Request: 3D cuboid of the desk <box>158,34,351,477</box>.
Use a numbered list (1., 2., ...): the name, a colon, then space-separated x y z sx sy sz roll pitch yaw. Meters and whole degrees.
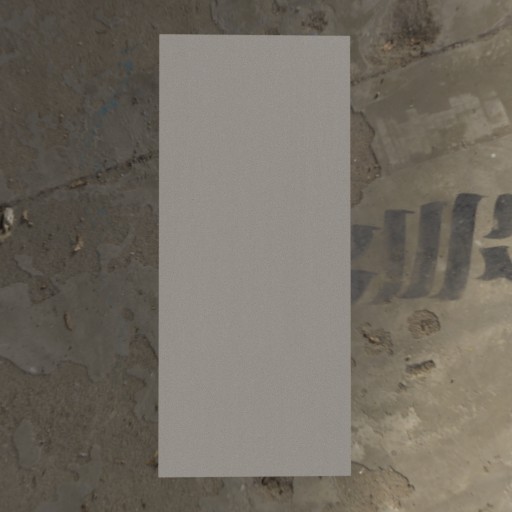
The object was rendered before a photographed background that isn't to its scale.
1. desk: 0.000 0.000 1.700 0.589 0.762 1.313 0 89 -1
